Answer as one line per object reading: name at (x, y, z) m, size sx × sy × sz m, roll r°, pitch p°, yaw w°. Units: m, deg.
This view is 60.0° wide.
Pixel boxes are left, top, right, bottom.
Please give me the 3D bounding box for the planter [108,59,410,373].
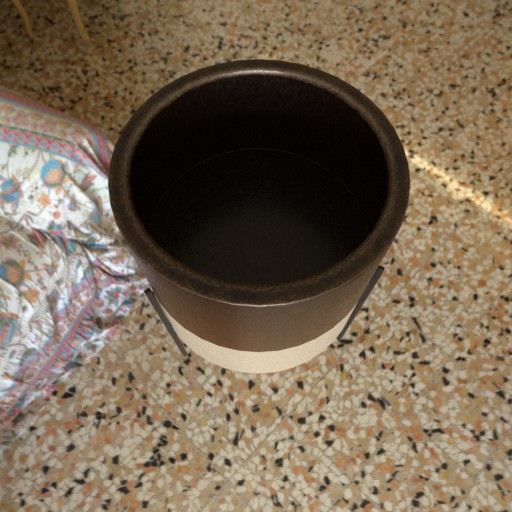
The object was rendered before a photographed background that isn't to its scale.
planter at (0.000, 0.000, 0.709) m, size 0.354 × 0.465 × 0.345 m, roll -33°, pitch 68°, yaw -15°
